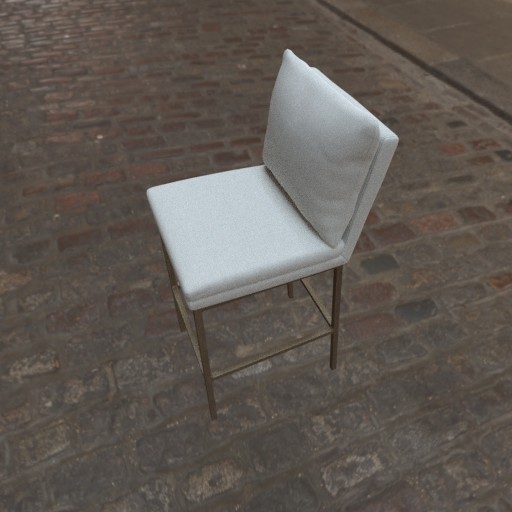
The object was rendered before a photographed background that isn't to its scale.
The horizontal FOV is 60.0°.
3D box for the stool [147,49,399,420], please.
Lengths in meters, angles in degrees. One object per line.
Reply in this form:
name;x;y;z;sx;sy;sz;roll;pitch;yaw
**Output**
stool;0.000;0.000;1.462;0.572;1.125;0.463;-17;49;-15
